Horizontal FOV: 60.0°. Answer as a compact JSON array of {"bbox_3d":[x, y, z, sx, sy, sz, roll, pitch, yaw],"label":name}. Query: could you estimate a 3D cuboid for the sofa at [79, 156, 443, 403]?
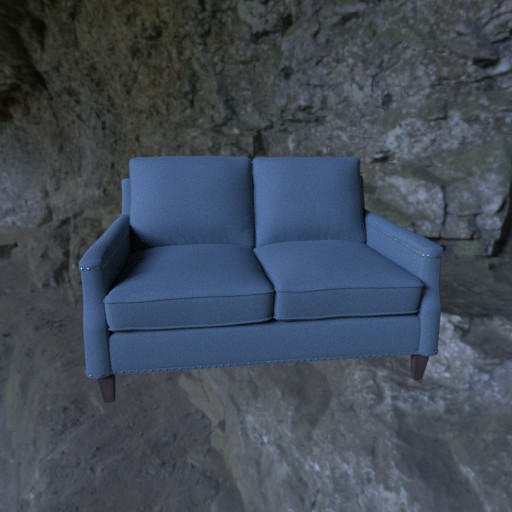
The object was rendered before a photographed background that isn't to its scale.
[{"bbox_3d":[0.000,0.000,2.366,1.597,1.003,1.084,-2,17,-7],"label":"sofa"}]
